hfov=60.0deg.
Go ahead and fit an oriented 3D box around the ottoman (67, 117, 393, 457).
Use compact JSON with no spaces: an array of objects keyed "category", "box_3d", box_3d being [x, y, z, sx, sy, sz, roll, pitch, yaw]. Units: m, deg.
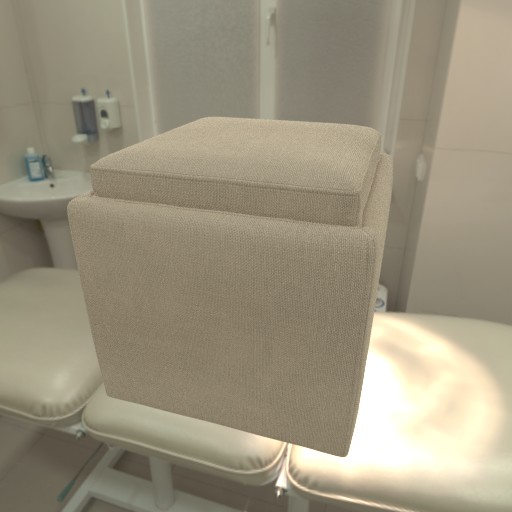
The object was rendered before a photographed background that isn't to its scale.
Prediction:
[{"category":"ottoman","box_3d":[0.000,0.000,0.828,0.451,0.460,0.450,8,28,16]}]
